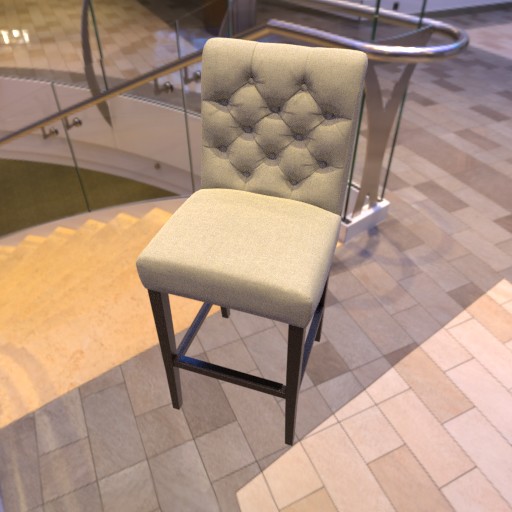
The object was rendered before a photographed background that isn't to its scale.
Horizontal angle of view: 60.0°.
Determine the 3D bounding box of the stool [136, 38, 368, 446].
[{"bbox_3d":[0.000,0.000,1.416,0.493,1.140,0.601,12,42,14],"label":"stool"}]
